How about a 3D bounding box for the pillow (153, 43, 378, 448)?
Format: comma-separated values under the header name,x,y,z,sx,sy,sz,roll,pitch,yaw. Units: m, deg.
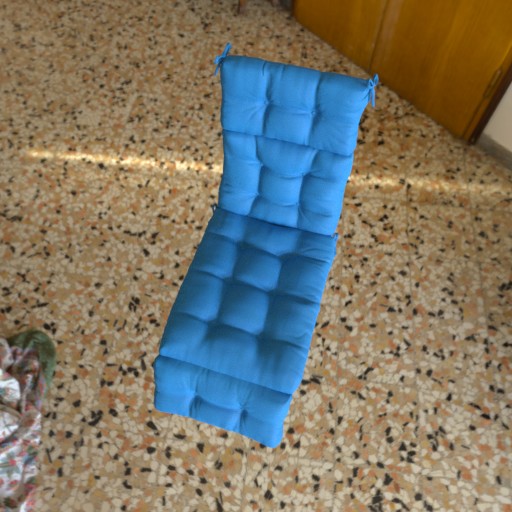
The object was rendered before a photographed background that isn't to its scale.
name,x,y,z,sx,sy,sz,roll,pitch,yaw
pillow,0.000,0.000,1.494,0.526,0.863,1.016,15,60,9
